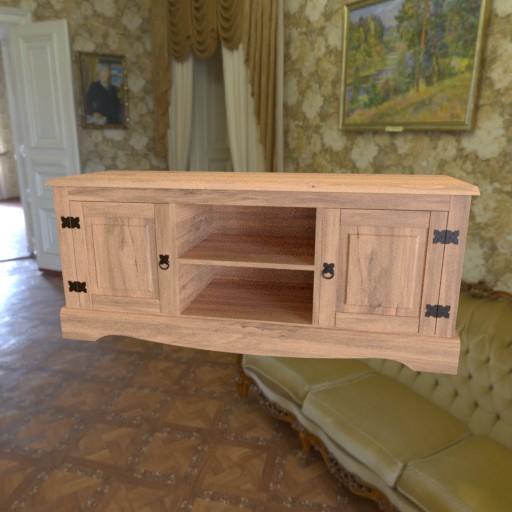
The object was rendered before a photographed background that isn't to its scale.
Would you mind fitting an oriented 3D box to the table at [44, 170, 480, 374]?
[{"bbox_3d":[0.000,0.000,1.451,1.200,0.510,0.400,3,15,11],"label":"table"}]
